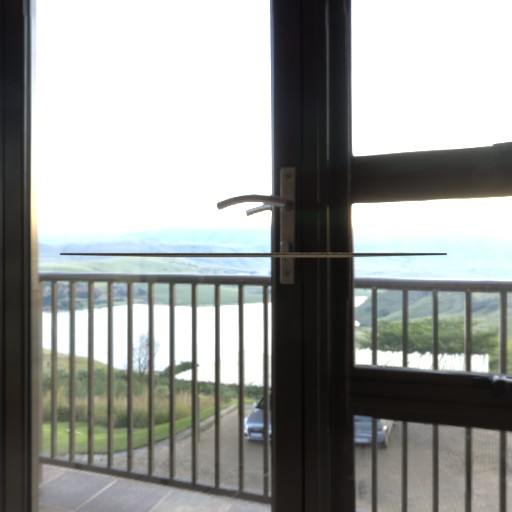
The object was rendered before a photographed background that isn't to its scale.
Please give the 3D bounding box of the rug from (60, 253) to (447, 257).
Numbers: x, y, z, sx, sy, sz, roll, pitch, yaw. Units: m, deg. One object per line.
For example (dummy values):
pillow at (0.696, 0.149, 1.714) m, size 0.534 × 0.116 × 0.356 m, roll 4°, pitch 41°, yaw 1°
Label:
rug at (0.000, 0.000, 2.182) m, size 1.142 × 0.006 × 1.752 m, roll 0°, pitch 0°, yaw 1°
